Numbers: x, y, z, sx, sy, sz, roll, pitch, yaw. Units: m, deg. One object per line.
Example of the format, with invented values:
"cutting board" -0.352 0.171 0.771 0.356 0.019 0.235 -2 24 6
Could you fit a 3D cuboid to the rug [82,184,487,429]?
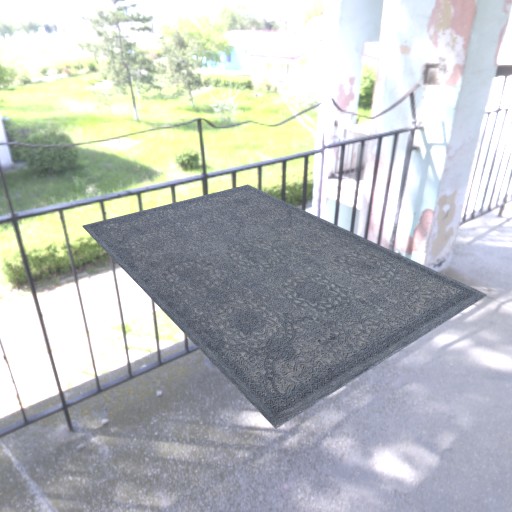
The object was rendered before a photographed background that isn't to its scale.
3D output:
"rug" 0.000 0.000 2.300 1.208 0.012 1.819 -20 34 -32
